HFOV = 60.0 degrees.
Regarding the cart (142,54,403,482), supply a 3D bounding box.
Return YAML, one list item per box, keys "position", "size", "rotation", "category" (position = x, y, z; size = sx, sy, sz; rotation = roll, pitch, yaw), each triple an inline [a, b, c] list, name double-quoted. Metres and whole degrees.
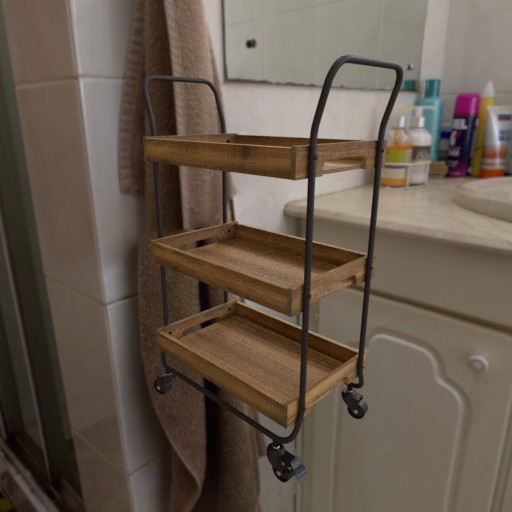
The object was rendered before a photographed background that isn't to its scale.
- position: [0.000, 0.000, 1.100]
  size: [0.583, 0.857, 0.339]
  rotation: [17, 24, 42]
  category: "cart"
